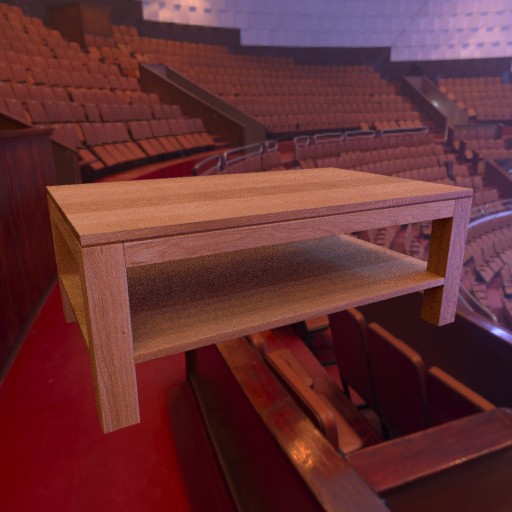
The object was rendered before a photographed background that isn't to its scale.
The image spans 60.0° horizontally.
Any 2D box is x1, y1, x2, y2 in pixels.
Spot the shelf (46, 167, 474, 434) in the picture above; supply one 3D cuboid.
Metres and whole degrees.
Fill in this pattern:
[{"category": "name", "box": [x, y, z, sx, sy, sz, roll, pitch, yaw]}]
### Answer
[{"category": "shelf", "box": [0.000, 0.000, 1.461, 1.150, 0.450, 0.700, -9, 20, -28]}]
